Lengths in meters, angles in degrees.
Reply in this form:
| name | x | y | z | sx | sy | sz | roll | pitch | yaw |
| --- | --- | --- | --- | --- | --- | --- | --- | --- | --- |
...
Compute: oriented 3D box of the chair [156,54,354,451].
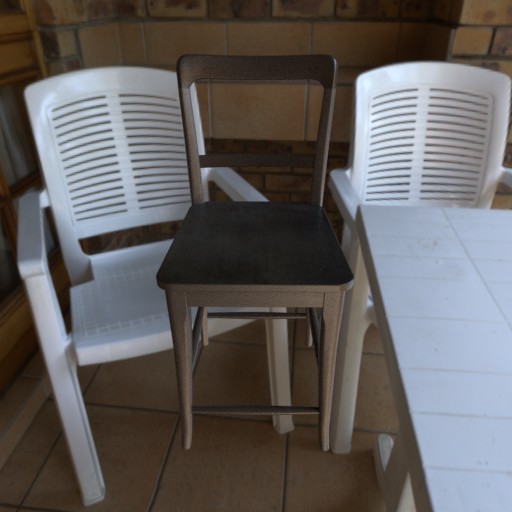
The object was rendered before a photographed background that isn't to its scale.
| name | x | y | z | sx | sy | sz | roll | pitch | yaw |
| --- | --- | --- | --- | --- | --- | --- | --- | --- | --- |
| chair | 0.000 | 0.000 | 1.254 | 0.450 | 0.991 | 0.546 | 0 | 31 | 0 |
